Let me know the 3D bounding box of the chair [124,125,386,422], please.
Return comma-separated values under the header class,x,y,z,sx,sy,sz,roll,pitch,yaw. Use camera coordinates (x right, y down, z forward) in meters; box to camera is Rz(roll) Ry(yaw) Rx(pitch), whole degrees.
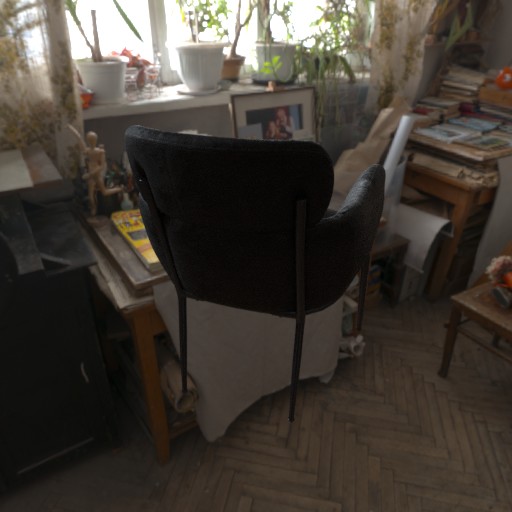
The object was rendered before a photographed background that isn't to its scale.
class,x,y,z,sx,sy,sz,roll,pitch,yaw
chair,0.000,0.000,1.246,0.640,0.818,0.604,9,32,16
